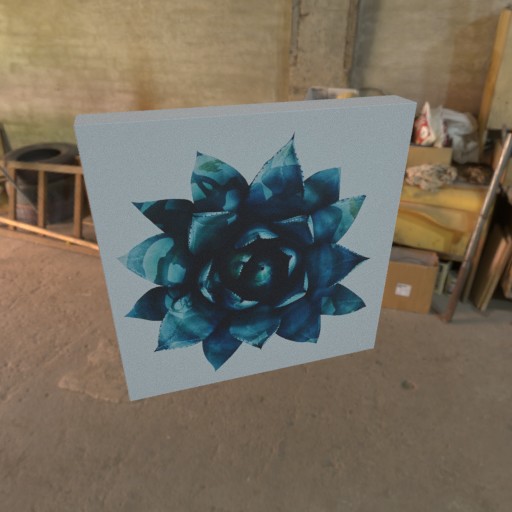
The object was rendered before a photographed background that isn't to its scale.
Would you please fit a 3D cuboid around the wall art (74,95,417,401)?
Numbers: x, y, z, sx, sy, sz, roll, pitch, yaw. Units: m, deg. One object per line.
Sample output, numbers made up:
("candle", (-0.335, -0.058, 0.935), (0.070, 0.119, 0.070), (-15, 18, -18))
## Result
("wall art", (0.000, 0.000, 0.471), (0.305, 0.305, 0.038), (-9, 31, -14))
